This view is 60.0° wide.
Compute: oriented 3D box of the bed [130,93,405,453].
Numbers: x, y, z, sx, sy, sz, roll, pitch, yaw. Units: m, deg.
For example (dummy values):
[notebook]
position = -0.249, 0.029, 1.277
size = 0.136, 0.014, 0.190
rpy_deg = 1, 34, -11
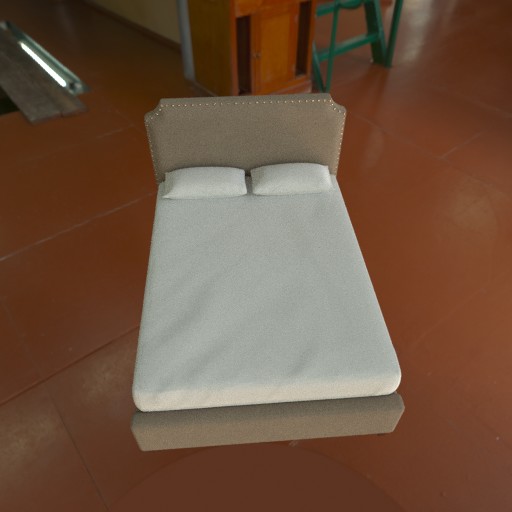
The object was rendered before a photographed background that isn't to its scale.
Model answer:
[bed]
position = 0.000, 0.000, 3.345
size = 1.703, 1.415, 2.329
rpy_deg = -3, 46, -3
